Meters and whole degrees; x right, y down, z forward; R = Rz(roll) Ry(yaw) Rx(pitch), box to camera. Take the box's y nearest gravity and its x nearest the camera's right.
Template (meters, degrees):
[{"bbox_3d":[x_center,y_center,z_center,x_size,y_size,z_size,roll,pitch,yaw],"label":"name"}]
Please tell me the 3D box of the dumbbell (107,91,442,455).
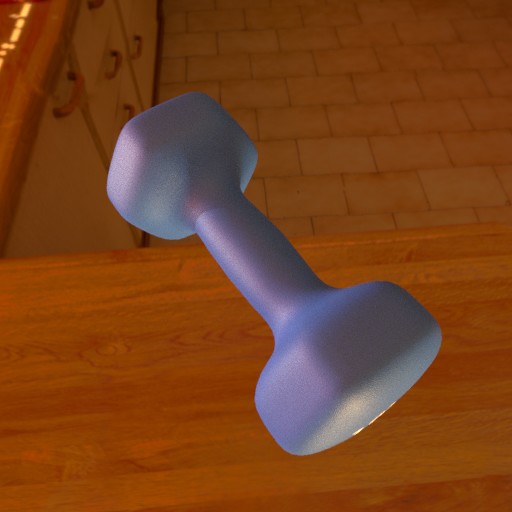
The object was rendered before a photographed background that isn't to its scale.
[{"bbox_3d":[0.000,0.000,0.255,0.103,0.093,0.212,-30,63,-18],"label":"dumbbell"}]
